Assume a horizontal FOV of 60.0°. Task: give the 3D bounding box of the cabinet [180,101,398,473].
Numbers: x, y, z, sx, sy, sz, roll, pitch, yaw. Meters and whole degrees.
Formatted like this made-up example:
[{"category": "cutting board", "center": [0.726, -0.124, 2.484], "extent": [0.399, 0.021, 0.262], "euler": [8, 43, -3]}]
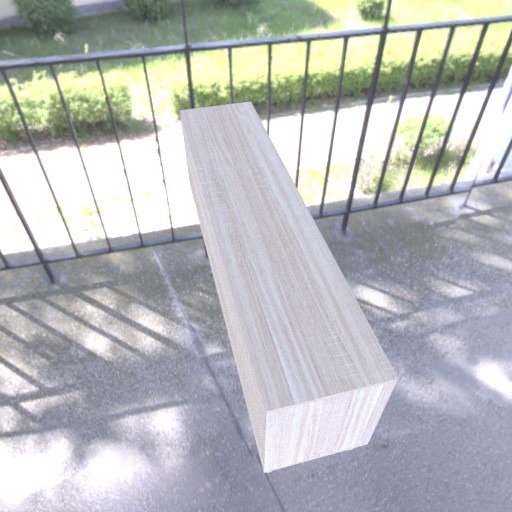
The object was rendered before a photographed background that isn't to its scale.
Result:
[{"category": "cabinet", "center": [0.000, 0.000, 2.596], "extent": [0.500, 0.780, 2.200], "euler": [-11, 47, -10]}]
